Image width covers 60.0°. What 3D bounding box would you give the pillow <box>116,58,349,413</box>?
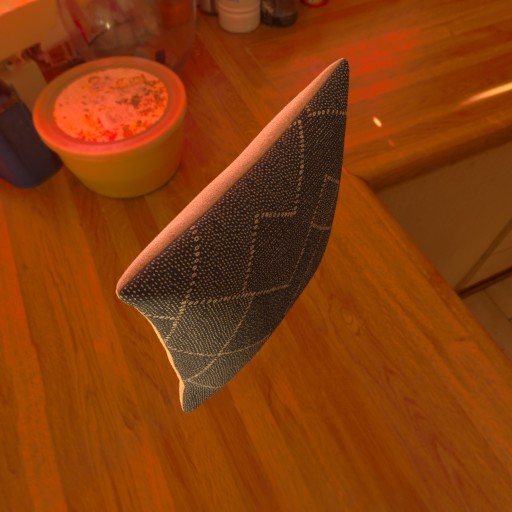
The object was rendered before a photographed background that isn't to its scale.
[{"bbox_3d":[0.000,0.000,0.671,0.148,0.428,0.435,30,63,18],"label":"pillow"}]
